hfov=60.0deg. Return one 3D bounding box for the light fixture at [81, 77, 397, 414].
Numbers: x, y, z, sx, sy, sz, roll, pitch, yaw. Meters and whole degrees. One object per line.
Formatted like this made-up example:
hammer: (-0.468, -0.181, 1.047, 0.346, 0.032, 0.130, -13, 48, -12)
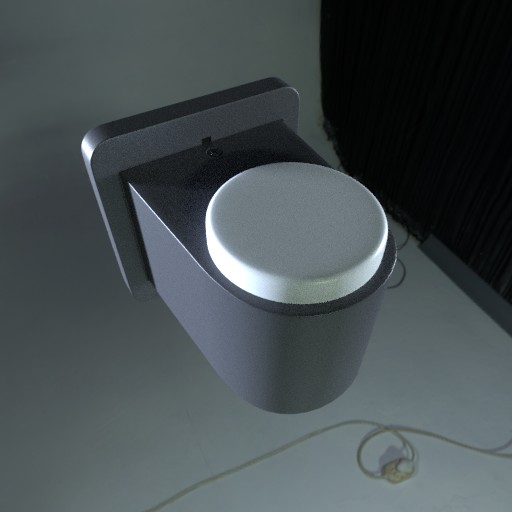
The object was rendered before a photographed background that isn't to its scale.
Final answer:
light fixture: (0.000, 0.000, 0.212, 0.109, 0.109, 0.132, -24, 51, -21)
